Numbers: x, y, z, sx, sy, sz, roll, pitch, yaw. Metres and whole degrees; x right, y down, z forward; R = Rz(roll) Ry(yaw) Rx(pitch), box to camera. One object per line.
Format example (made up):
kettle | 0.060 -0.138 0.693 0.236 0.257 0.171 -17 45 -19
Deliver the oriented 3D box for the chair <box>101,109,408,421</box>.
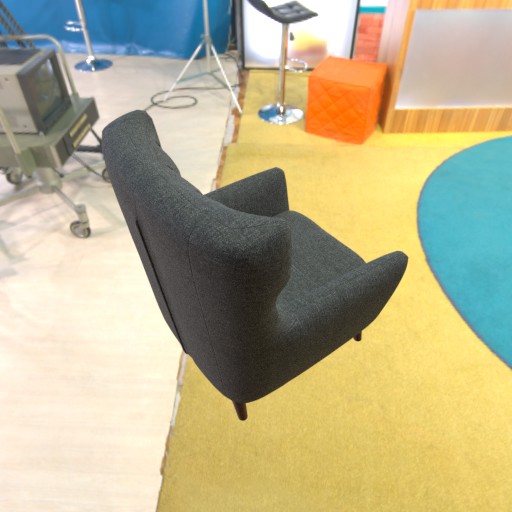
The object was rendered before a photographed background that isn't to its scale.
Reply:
chair | 0.000 0.000 1.795 0.904 1.063 0.878 -26 49 -26
